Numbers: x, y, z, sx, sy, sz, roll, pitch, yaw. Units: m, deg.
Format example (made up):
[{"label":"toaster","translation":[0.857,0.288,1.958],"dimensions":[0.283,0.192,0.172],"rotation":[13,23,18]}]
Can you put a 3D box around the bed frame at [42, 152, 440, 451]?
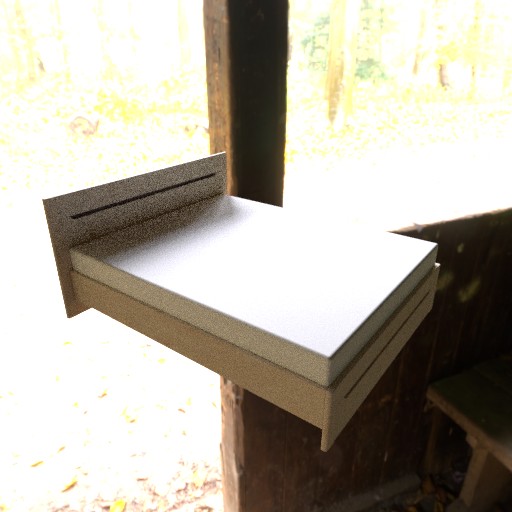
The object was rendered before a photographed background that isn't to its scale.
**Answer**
[{"label":"bed frame","translation":[0.000,0.000,3.112],"dimensions":[2.080,0.900,1.800],"rotation":[17,30,33]}]
